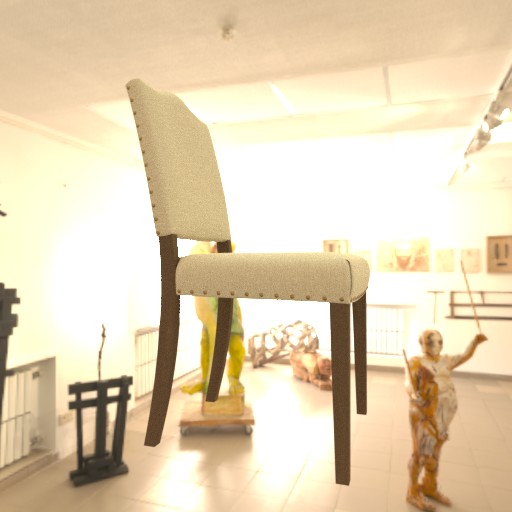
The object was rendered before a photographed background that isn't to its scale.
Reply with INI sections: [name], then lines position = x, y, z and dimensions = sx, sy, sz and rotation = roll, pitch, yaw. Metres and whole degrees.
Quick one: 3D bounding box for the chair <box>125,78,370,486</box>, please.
[chair]
position = 0.000, 0.000, 1.305
dimensions = 0.619, 1.015, 0.508
rotation = 0, 0, 18
